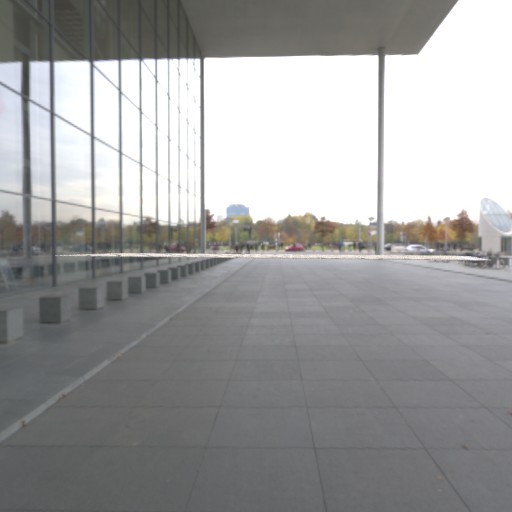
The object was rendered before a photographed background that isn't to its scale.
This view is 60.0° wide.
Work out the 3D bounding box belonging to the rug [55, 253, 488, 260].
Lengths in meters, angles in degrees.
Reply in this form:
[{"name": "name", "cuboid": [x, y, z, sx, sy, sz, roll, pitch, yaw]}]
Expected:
[{"name": "rug", "cuboid": [0.000, 0.000, 2.706, 2.464, 0.005, 0.660, 1, 2, 18]}]
